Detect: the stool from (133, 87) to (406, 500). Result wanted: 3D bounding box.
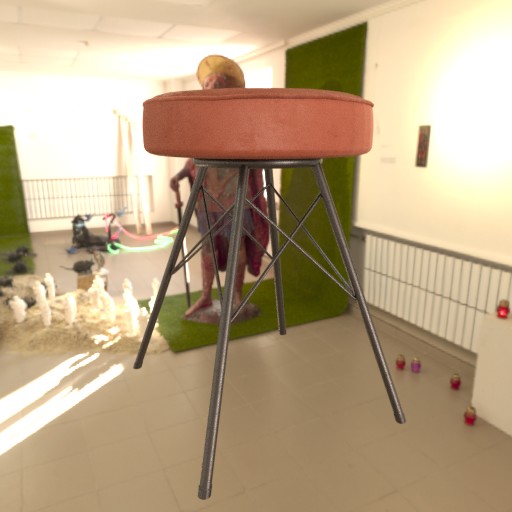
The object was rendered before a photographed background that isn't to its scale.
[{"bbox_3d":[0.000,0.000,0.868,0.421,0.593,0.457,-7,16,-26],"label":"stool"}]
